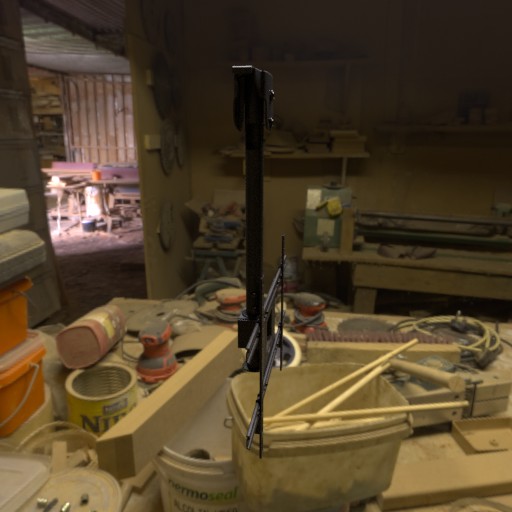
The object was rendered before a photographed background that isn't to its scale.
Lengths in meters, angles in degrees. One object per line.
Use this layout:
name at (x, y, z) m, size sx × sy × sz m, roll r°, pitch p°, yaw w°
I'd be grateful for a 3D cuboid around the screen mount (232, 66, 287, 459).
screen mount at (0.000, 0.000, 1.017) m, size 0.090 × 0.775 × 0.595 m, roll 3°, pitch 16°, yaw 9°
